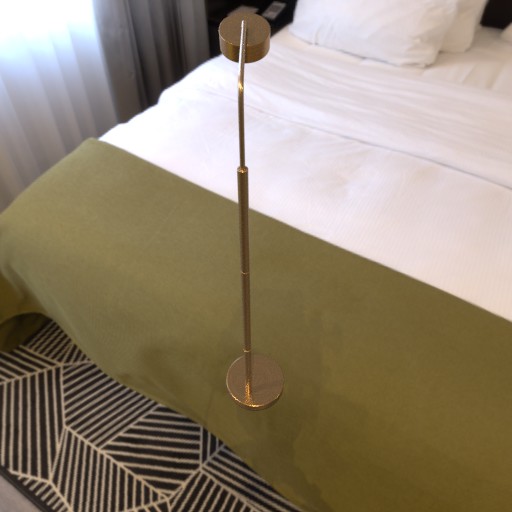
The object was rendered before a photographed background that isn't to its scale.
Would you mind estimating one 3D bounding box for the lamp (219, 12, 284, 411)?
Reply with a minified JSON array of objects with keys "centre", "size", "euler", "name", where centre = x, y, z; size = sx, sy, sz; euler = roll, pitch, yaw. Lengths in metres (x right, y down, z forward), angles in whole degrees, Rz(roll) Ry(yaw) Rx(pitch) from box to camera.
[{"centre":[0.000,0.000,1.337],"size":[0.219,1.230,0.418],"euler":[1,47,1],"name":"lamp"}]
